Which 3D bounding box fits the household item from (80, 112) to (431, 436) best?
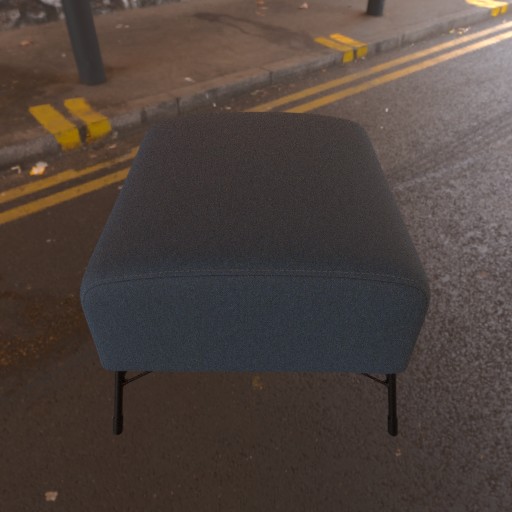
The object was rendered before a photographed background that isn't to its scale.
[{"bbox_3d":[0.000,0.000,0.882,0.530,0.420,0.530,0,41,0],"label":"household item"}]
